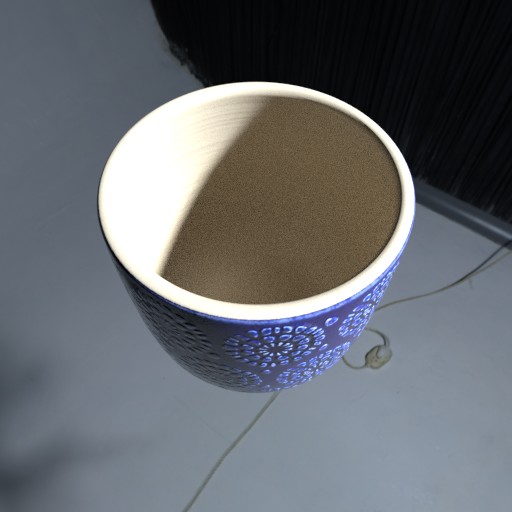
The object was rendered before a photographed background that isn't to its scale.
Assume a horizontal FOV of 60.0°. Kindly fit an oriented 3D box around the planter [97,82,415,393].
[{"bbox_3d":[0.000,0.000,0.291,0.165,0.149,0.165,0,57,0],"label":"planter"}]
